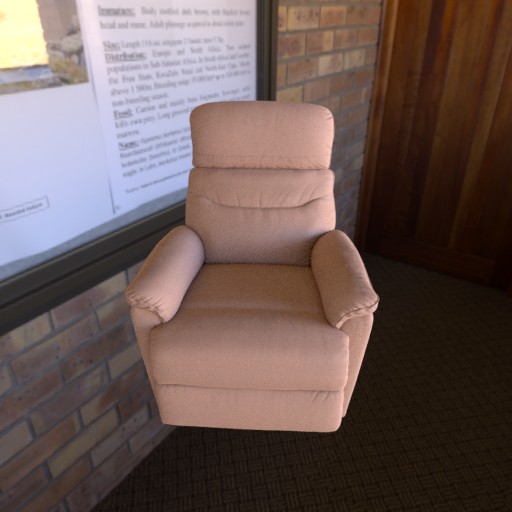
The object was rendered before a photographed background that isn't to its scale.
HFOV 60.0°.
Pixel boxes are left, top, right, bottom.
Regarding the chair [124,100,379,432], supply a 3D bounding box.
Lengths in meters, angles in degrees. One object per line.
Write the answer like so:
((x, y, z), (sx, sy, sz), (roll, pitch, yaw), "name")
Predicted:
((0.000, 0.000, 1.764), (0.820, 1.037, 1.004), (2, 29, 3), "chair")
